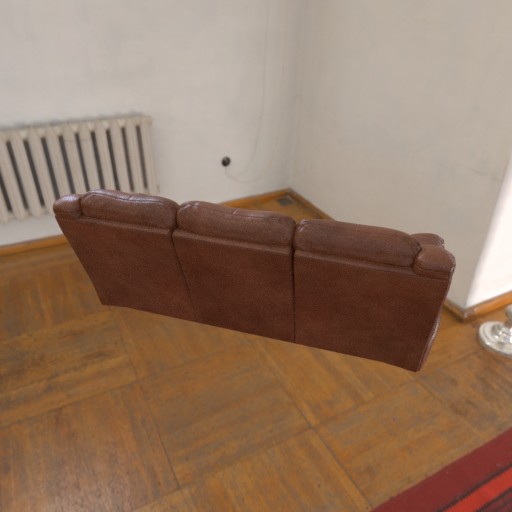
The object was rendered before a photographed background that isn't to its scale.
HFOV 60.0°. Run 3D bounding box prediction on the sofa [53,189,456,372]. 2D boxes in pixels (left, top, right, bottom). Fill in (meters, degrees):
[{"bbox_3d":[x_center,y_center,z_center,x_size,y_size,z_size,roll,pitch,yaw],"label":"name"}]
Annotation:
[{"bbox_3d":[0.000,0.000,2.915,2.337,1.043,0.991,9,33,15],"label":"sofa"}]
